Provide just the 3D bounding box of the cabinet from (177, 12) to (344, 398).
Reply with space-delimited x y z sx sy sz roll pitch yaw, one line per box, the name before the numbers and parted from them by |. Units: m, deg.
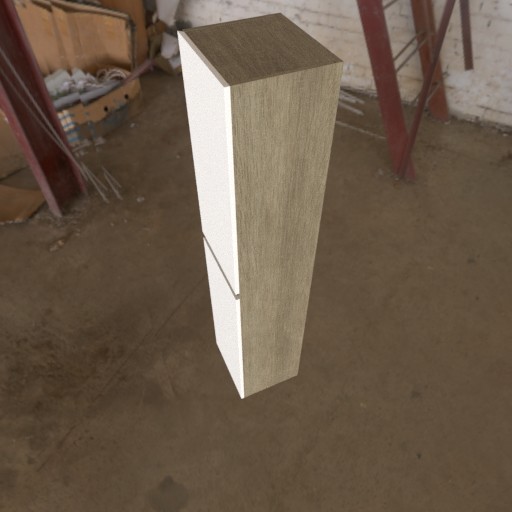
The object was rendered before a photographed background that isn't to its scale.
cabinet | 0.000 0.000 1.505 0.270 1.400 0.300 -19 51 -16
